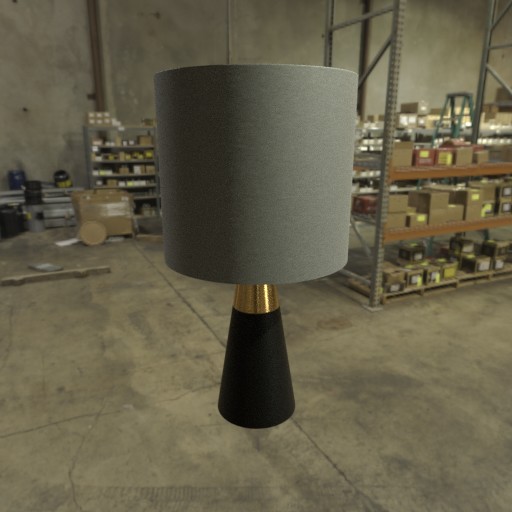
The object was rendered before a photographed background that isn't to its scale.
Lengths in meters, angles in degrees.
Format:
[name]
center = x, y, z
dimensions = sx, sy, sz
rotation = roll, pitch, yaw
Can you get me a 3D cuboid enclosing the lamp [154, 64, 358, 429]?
[lamp]
center = 0.000, 0.000, 0.759
dimensions = 0.308, 0.580, 0.308
rotation = -8, 18, -26
